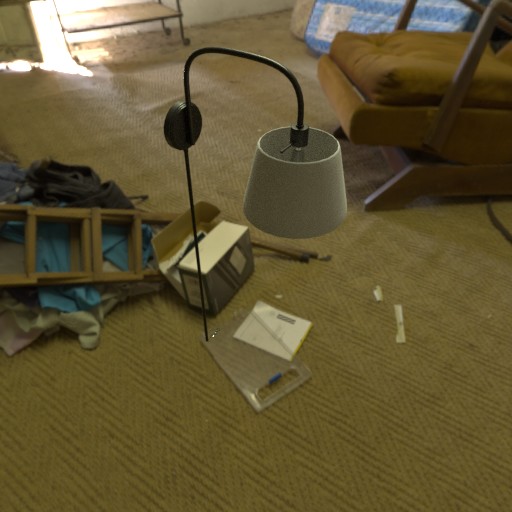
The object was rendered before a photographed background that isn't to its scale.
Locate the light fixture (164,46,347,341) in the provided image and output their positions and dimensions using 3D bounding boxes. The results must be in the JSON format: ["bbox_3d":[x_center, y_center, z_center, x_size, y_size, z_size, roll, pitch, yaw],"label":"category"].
[{"bbox_3d":[0.000,0.000,0.463,0.176,0.399,0.092,25,46,26],"label":"light fixture"}]
